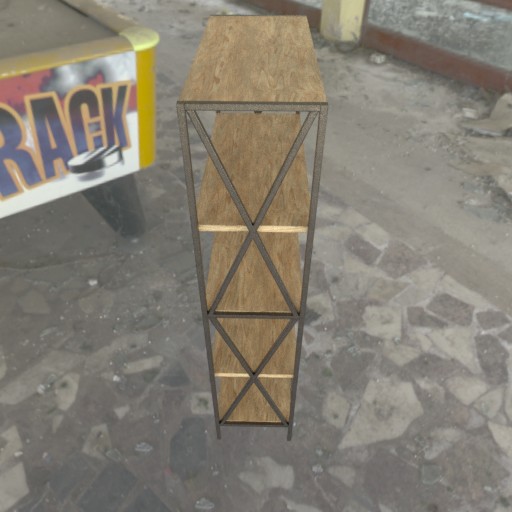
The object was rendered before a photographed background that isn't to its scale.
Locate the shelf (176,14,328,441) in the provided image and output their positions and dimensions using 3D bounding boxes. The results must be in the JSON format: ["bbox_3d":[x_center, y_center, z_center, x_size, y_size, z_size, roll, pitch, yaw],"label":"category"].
[{"bbox_3d":[0.000,0.000,2.046,0.386,1.803,0.874,1,42,1],"label":"shelf"}]
